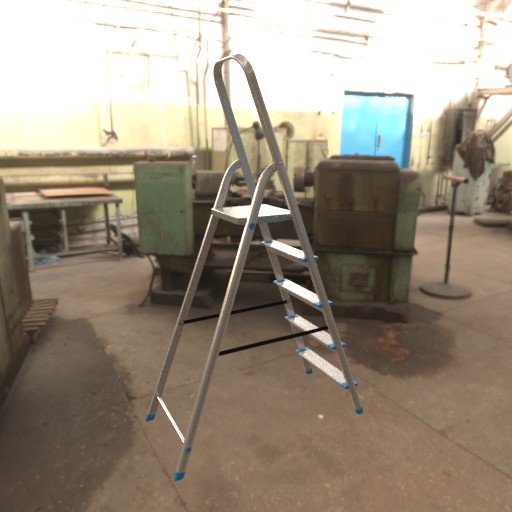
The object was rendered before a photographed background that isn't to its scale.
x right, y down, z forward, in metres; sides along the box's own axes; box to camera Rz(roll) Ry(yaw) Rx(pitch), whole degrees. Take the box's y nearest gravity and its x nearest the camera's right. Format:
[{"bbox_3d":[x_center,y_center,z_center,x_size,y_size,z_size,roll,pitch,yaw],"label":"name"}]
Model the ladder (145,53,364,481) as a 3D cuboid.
[{"bbox_3d":[0.000,0.000,1.998,0.990,1.648,0.468,-8,17,-27],"label":"ladder"}]
